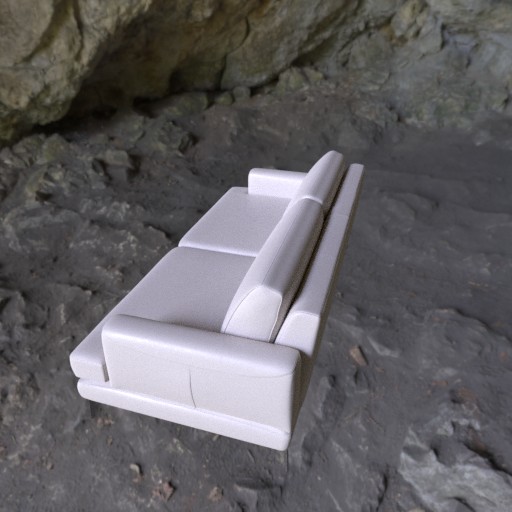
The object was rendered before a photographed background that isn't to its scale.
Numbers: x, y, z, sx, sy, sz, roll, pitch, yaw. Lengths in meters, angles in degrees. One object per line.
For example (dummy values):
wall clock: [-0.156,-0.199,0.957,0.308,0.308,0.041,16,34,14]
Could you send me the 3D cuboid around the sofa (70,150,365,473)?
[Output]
sofa: [0.000,0.000,2.408,0.974,0.765,1.940,9,31,15]
